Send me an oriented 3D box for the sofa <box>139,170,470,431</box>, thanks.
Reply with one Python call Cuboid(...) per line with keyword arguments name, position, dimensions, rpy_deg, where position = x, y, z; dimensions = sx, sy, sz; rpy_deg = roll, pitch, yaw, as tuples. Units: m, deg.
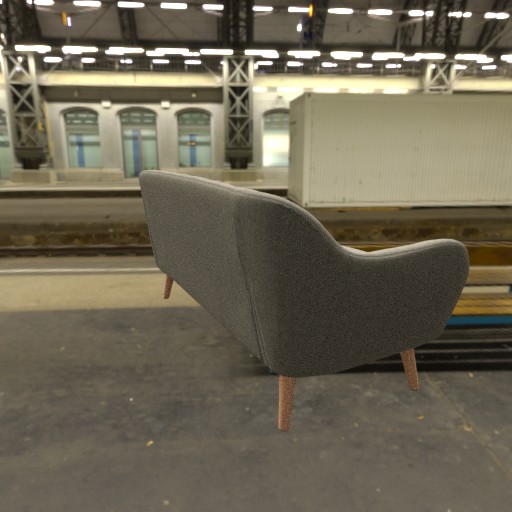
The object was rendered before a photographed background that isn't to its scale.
Cuboid(name="sofa", position=(0.000, 0.000, 2.184), dimensions=(0.820, 0.820, 1.840), rpy_deg=(-7, 15, -26))
